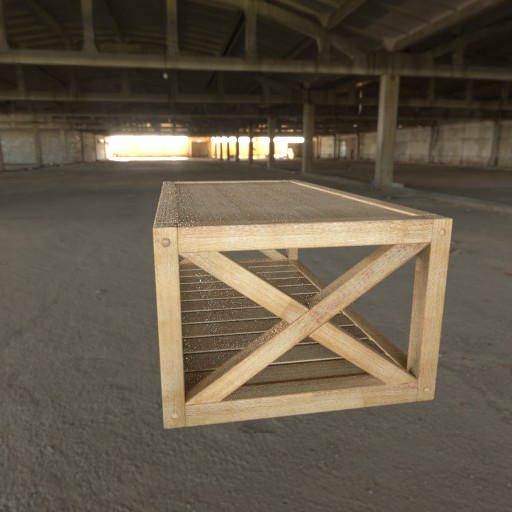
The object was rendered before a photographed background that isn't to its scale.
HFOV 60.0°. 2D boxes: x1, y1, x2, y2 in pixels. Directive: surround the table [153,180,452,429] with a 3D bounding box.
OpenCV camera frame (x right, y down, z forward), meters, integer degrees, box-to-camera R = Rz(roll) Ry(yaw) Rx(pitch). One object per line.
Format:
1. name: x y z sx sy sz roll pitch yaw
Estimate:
1. table: 0.000 0.000 1.616 0.660 0.457 1.321 -2 14 -10
